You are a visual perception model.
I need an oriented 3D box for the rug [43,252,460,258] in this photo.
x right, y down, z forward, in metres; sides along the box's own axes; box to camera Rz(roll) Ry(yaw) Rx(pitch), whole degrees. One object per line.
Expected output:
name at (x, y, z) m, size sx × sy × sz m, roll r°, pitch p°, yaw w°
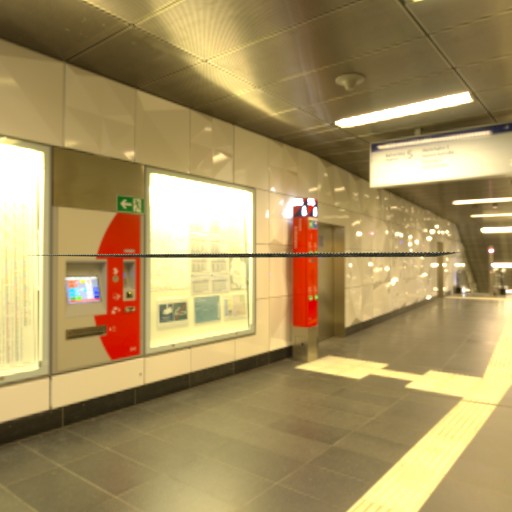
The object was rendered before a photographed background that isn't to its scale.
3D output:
rug at (0.000, 0.000, 2.314) m, size 1.835 × 0.003 × 1.206 m, roll 0°, pitch -1°, yaw 19°
